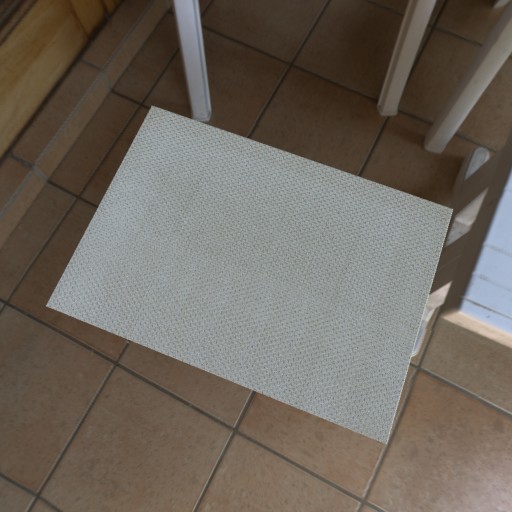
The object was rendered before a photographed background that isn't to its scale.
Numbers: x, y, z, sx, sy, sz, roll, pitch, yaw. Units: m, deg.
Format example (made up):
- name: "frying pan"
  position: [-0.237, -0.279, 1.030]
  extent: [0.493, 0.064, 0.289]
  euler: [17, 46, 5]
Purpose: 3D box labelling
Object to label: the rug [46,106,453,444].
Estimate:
- name: "rug"
  position: [0.000, 0.000, 2.773]
  extent: [2.144, 0.013, 1.509]
  euler: [20, 74, 6]
